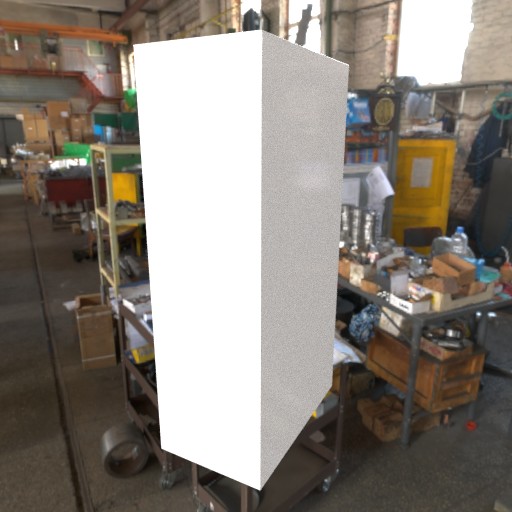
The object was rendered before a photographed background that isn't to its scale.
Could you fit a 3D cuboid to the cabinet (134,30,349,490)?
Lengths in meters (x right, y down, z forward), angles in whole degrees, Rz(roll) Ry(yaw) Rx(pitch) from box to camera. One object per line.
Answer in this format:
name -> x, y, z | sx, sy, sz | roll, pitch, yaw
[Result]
cabinet -> 0.000, 0.000, 2.313 | 0.580, 1.920, 0.980 | 9, 18, 27
